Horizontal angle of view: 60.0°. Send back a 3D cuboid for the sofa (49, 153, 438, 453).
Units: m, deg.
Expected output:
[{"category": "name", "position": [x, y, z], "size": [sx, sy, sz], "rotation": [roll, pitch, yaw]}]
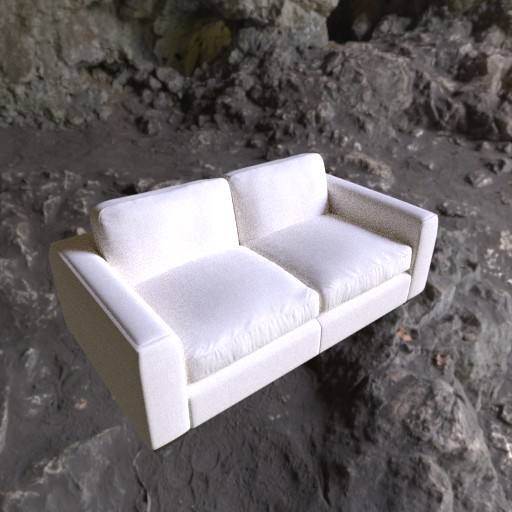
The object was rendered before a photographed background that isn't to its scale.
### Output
[{"category": "sofa", "position": [0.000, 0.000, 2.484], "size": [1.920, 0.801, 1.069], "rotation": [-21, 36, -32]}]
